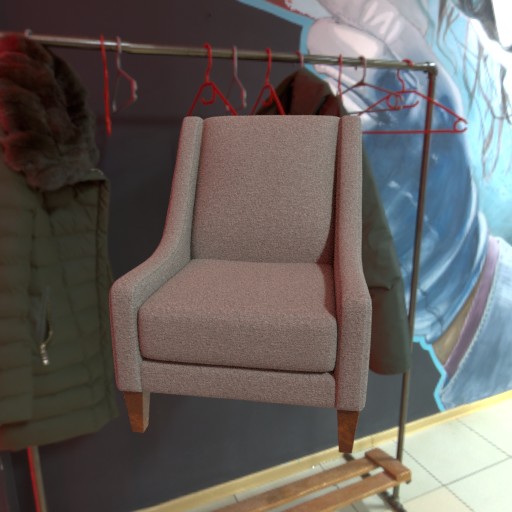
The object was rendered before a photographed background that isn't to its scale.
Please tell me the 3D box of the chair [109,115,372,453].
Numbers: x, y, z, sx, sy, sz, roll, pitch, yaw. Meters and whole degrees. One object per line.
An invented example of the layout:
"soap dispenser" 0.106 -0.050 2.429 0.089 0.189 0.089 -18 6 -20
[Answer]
"chair" 0.000 0.000 1.622 0.774 1.016 0.870 2 15 8
